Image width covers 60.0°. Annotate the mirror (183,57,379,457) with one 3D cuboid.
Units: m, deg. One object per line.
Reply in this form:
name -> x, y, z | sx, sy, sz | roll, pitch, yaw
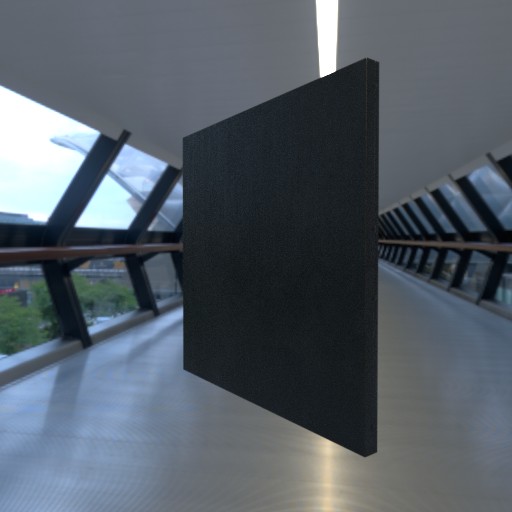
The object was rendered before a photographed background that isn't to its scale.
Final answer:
mirror -> 0.000, 0.000, 0.581 | 0.020, 0.381, 0.382 | -1, 1, -36
